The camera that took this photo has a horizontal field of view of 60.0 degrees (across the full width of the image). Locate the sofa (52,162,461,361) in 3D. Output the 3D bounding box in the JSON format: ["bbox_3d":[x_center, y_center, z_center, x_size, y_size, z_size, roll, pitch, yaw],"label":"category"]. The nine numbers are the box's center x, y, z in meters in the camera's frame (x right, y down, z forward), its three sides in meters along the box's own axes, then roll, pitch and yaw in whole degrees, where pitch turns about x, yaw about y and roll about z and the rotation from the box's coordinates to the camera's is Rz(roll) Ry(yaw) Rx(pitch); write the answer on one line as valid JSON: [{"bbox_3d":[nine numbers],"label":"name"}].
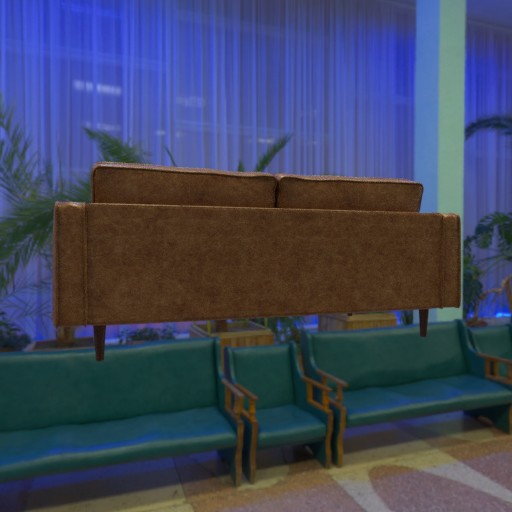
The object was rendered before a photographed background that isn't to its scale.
[{"bbox_3d":[0.000,0.000,2.374,1.920,0.825,0.924,0,1,-18],"label":"sofa"}]
